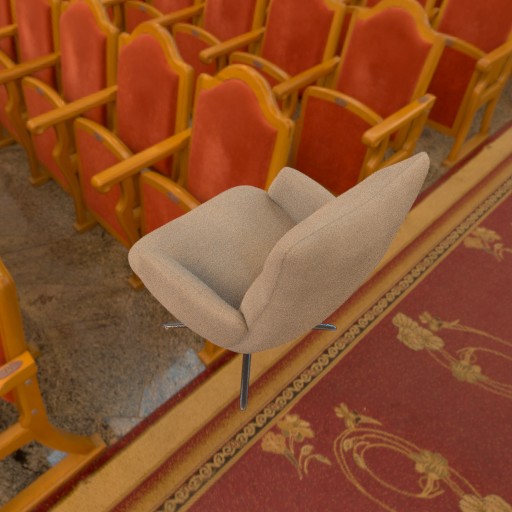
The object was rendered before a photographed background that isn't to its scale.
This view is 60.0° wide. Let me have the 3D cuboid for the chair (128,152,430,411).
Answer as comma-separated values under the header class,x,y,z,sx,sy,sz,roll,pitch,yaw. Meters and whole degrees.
class,x,y,z,sx,sy,sz,roll,pitch,yaw
chair,0.000,0.000,1.599,0.711,1.016,0.889,-34,55,-28
